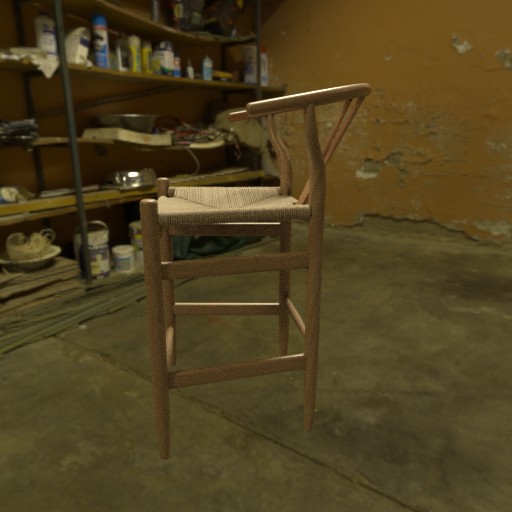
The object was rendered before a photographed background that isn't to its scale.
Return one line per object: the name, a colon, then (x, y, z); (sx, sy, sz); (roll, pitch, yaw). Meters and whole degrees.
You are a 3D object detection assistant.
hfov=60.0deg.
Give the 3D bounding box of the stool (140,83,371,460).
stool: (0.000, 0.000, 1.279); (0.575, 0.923, 0.536); (-2, 16, -8)
